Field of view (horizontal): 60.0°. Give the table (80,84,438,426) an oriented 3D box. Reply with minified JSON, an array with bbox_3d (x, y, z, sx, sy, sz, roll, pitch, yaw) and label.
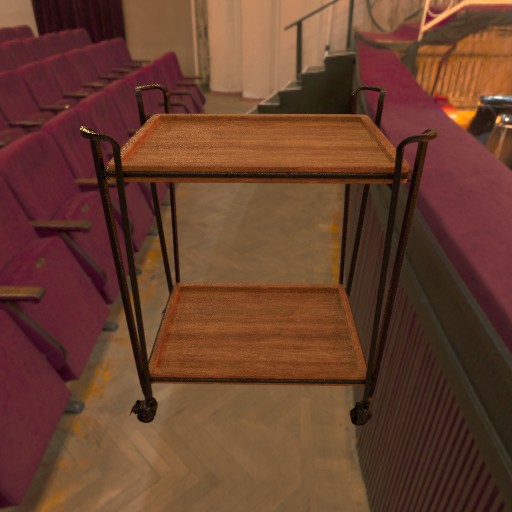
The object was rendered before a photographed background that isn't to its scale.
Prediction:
[{"bbox_3d":[0.000,0.000,1.186,0.672,0.785,0.505,1,30,1],"label":"table"}]
